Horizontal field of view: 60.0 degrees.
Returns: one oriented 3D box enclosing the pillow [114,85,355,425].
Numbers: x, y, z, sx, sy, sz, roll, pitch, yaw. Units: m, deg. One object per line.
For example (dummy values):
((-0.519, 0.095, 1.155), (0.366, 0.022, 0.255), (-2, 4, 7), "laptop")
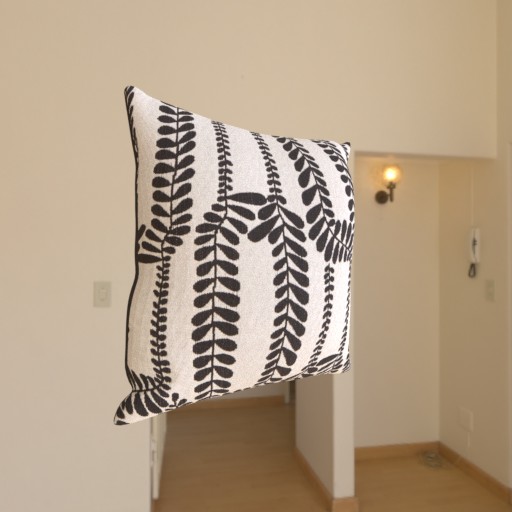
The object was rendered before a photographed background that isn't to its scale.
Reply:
((0.000, 0.000, 0.693), (0.440, 0.441, 0.182), (1, -1, -36), "pillow")
